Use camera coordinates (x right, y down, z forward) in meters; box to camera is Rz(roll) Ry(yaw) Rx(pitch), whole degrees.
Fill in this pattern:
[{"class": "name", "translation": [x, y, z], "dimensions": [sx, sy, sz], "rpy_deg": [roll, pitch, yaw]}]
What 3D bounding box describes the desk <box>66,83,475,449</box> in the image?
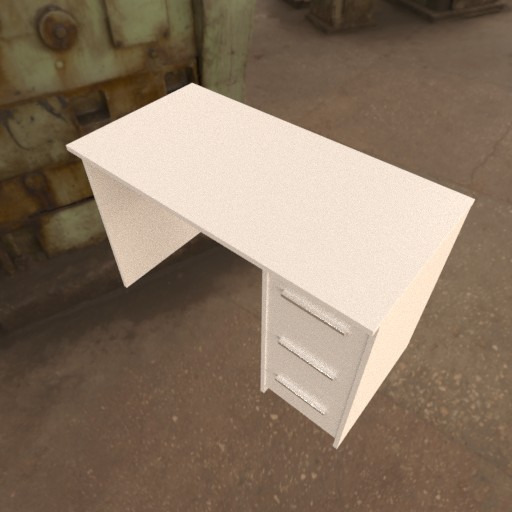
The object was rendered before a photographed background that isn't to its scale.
[{"class": "desk", "translation": [0.000, 0.000, 1.574], "dimensions": [1.097, 0.735, 0.560], "rpy_deg": [31, 54, 26]}]
